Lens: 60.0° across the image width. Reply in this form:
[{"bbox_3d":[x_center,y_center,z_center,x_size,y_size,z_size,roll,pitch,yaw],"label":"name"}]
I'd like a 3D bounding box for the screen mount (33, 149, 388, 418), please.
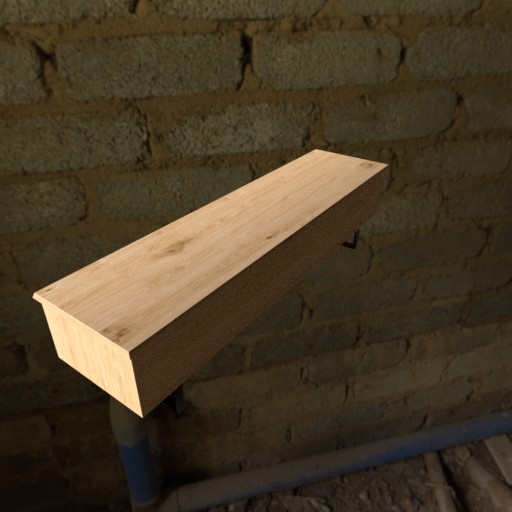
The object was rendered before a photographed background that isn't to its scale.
[{"bbox_3d":[0.000,0.000,1.925,0.450,0.430,1.700,21,37,30],"label":"screen mount"}]
